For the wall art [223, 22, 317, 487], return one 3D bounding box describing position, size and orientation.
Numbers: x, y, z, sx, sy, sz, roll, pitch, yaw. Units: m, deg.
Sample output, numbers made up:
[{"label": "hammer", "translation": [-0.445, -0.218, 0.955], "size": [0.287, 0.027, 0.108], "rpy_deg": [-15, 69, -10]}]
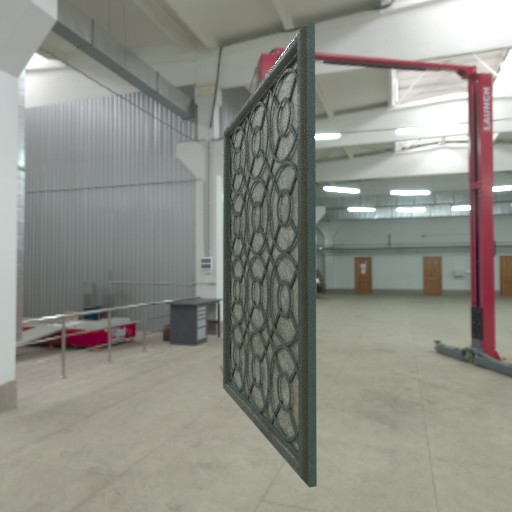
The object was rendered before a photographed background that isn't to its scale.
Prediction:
[{"label": "wall art", "translation": [0.000, 0.000, 1.302], "size": [0.030, 0.983, 0.767], "rpy_deg": [0, -2, -17]}]
